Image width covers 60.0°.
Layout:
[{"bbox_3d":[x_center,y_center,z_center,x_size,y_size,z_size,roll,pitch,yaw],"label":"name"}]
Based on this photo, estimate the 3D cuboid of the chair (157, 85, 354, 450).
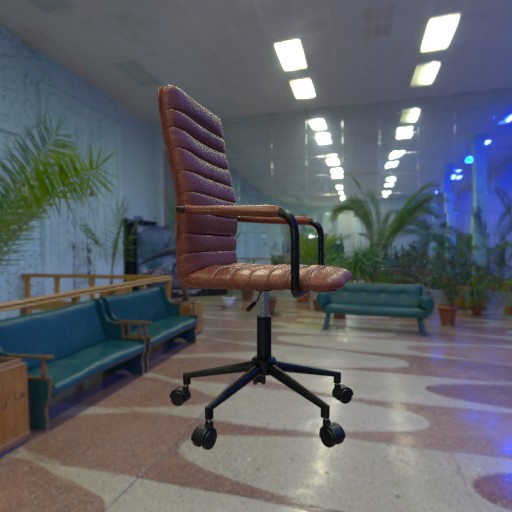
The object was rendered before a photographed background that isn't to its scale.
[{"bbox_3d":[0.000,0.000,1.378,0.580,0.979,0.608,0,1,16],"label":"chair"}]
